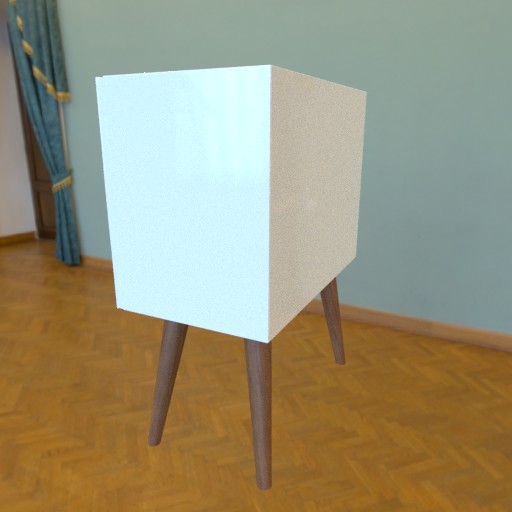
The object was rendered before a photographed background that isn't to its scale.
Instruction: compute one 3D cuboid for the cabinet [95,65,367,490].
[{"bbox_3d":[0.000,0.000,1.072,0.344,0.772,0.591,8,18,26],"label":"cabinet"}]
